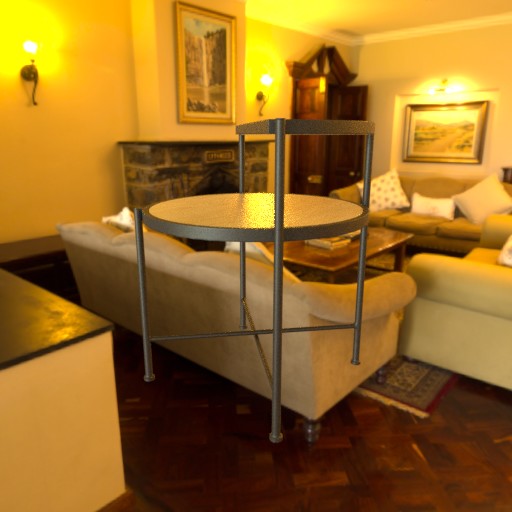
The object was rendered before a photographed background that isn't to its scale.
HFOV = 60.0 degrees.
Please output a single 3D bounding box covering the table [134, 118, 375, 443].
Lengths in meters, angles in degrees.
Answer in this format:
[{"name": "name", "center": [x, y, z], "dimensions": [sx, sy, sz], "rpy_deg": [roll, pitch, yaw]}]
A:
[{"name": "table", "center": [0.000, 0.000, 1.187], "dimensions": [0.628, 0.684, 0.629], "rpy_deg": [-2, 15, -8]}]
